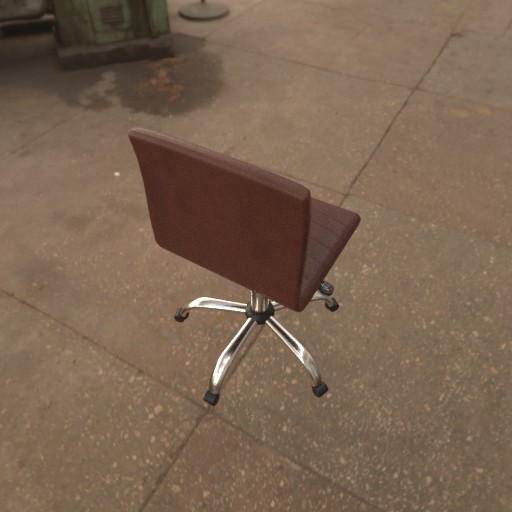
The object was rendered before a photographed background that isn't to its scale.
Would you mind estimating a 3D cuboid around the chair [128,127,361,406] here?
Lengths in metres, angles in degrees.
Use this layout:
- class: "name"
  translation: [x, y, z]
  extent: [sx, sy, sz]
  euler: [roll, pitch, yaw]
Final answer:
- class: "chair"
  translation: [0.000, 0.000, 1.151]
  extent: [0.556, 0.780, 0.530]
  euler: [24, 51, 21]
